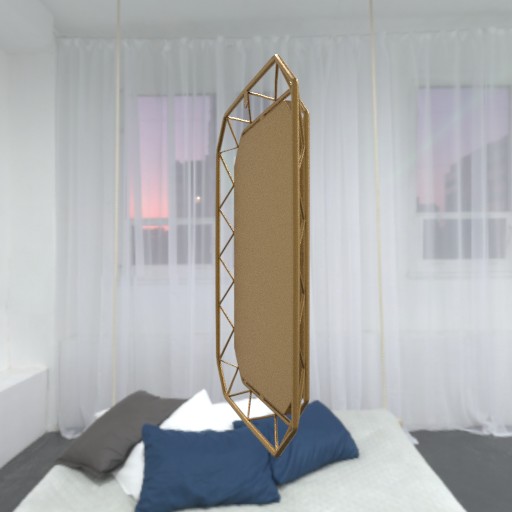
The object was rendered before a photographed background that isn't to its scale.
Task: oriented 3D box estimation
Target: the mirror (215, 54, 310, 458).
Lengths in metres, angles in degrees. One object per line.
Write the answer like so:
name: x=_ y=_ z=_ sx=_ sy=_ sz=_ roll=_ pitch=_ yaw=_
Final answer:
mirror: x=0.000 y=0.000 z=0.750 sx=0.042 sy=0.566 sz=0.417 roll=0 pitch=0 yaw=-19
